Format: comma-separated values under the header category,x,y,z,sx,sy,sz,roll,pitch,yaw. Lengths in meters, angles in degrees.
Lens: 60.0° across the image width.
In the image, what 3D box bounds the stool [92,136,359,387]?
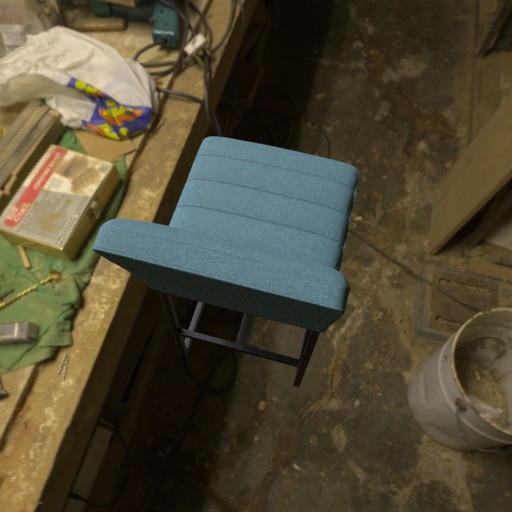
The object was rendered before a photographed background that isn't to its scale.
category,x,y,z,sx,sy,sz,roll,pitch,yaw
stool,0.000,0.000,1.261,0.460,0.940,0.560,14,64,7
